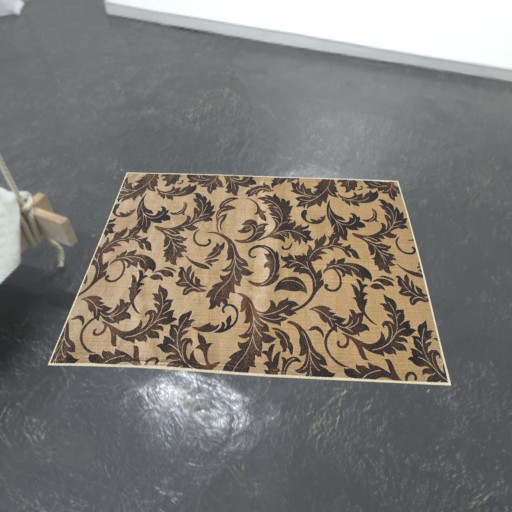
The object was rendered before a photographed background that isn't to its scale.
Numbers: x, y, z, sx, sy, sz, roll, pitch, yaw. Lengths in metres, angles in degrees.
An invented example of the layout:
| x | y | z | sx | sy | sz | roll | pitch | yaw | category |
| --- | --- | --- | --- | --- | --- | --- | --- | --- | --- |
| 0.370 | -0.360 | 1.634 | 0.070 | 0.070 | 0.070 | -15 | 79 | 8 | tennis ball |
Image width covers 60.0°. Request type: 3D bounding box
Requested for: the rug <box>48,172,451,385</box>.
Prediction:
| x | y | z | sx | sy | sz | roll | pitch | yaw | category |
| --- | --- | --- | --- | --- | --- | --- | --- | --- | --- |
| 0.000 | 0.000 | 4.042 | 2.977 | 0.008 | 2.380 | 2 | 47 | 2 | rug |
